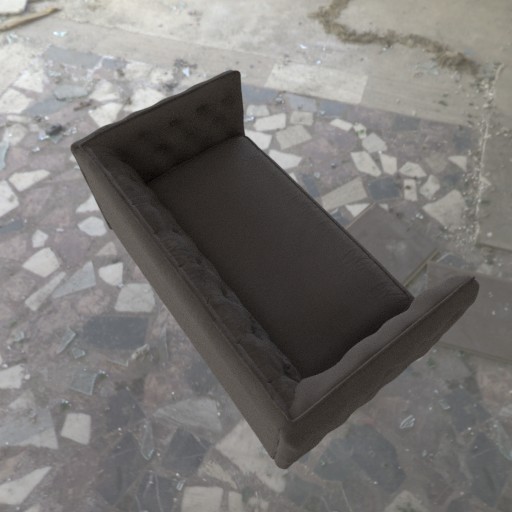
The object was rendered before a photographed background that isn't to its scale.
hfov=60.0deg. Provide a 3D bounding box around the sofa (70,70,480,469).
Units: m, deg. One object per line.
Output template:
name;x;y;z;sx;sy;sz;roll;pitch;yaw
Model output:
sofa;0.000;0.000;2.068;0.909;0.810;1.583;-33;64;-18
